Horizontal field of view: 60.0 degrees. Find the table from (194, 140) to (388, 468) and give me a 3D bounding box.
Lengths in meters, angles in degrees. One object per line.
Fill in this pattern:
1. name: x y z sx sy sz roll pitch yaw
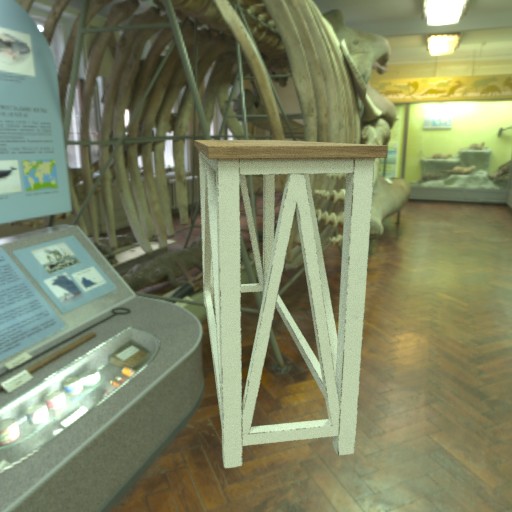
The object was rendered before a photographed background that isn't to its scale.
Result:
1. table: 0.000 0.000 1.866 0.450 0.930 1.400 -2 15 -9
